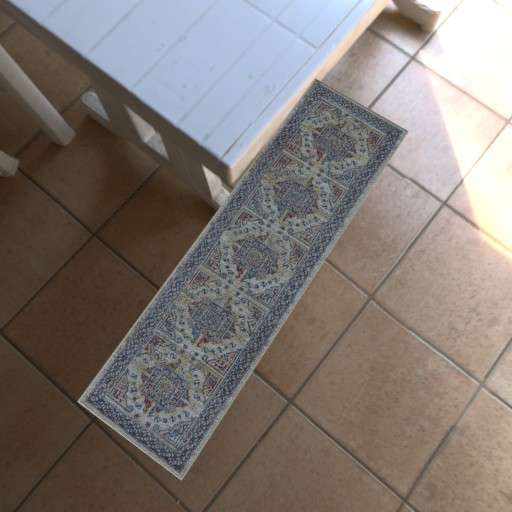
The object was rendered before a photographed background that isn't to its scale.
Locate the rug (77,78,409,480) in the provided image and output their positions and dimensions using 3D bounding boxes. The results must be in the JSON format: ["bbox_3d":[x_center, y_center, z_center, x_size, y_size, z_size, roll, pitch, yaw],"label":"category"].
[{"bbox_3d":[0.000,0.000,2.459,0.661,0.013,2.297,33,78,8],"label":"rug"}]
